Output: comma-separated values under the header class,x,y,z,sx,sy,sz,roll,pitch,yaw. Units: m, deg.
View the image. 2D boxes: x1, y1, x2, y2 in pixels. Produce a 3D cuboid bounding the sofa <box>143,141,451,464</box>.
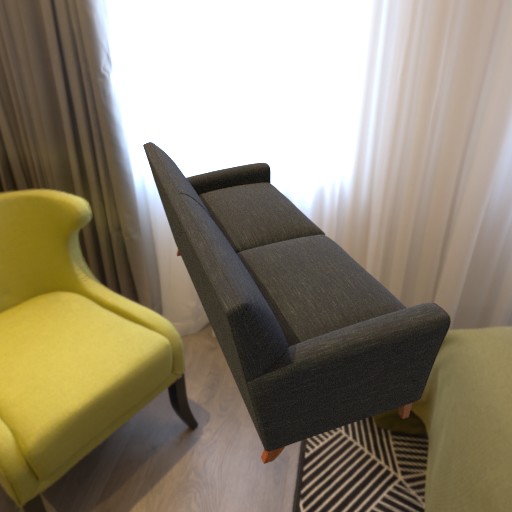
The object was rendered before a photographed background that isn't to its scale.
class,x,y,z,sx,sy,sz,roll,pitch,yaw
sofa,0.000,0.000,2.426,0.875,0.846,1.976,-10,31,-17
